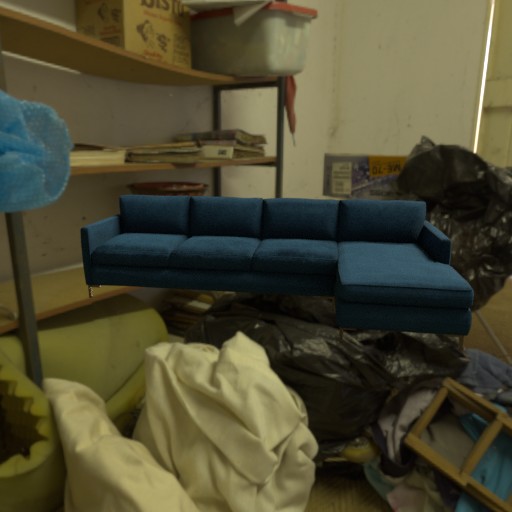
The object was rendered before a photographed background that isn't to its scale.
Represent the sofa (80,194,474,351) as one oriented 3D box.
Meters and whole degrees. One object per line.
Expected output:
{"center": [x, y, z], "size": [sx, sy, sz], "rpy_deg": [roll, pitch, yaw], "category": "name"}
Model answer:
{"center": [0.000, 0.000, 3.541], "size": [2.932, 0.810, 1.350], "rpy_deg": [2, 15, 9], "category": "sofa"}
